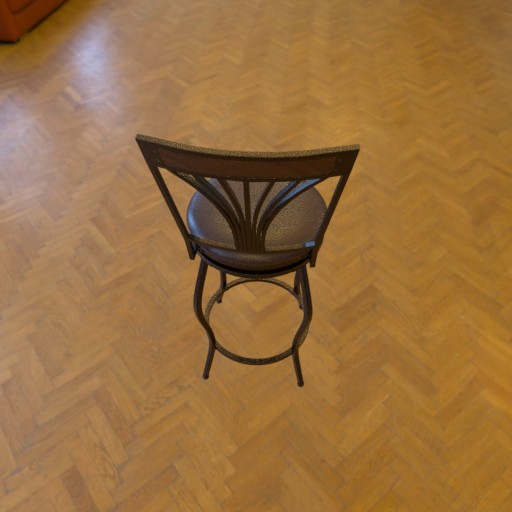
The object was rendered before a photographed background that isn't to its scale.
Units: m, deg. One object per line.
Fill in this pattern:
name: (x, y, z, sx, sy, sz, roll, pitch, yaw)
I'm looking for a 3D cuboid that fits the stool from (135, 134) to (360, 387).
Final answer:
stool: (0.000, 0.000, 1.409, 0.433, 1.117, 0.514, 4, 47, 3)
